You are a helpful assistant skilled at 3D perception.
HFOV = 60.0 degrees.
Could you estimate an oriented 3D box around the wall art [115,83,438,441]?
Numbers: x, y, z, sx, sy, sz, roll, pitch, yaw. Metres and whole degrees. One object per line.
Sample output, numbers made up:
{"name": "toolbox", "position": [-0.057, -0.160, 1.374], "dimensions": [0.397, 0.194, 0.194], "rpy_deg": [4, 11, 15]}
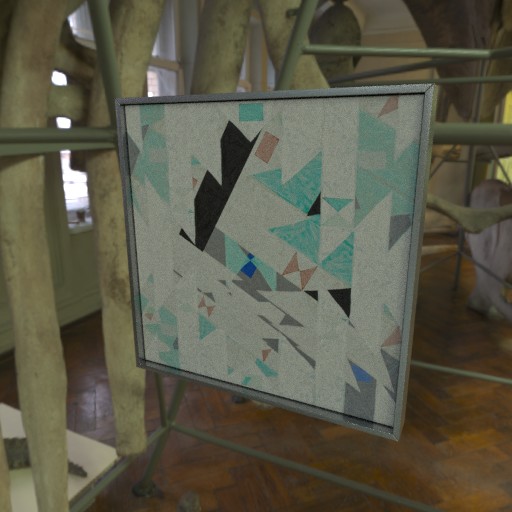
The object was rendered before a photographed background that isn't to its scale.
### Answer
{"name": "wall art", "position": [0.000, 0.000, 0.506], "dimensions": [0.350, 0.350, 0.038], "rpy_deg": [7, 17, 25]}
